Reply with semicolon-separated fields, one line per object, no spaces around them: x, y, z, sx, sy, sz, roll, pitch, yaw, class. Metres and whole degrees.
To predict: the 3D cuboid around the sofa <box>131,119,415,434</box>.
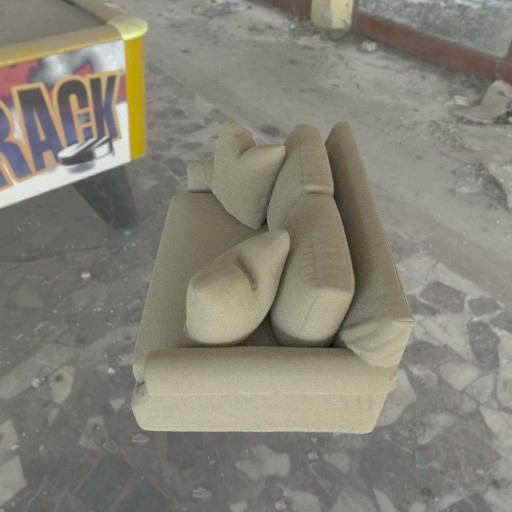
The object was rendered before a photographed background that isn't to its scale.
0.000;0.000;2.207;1.070;0.905;1.550;0;43;0;sofa
